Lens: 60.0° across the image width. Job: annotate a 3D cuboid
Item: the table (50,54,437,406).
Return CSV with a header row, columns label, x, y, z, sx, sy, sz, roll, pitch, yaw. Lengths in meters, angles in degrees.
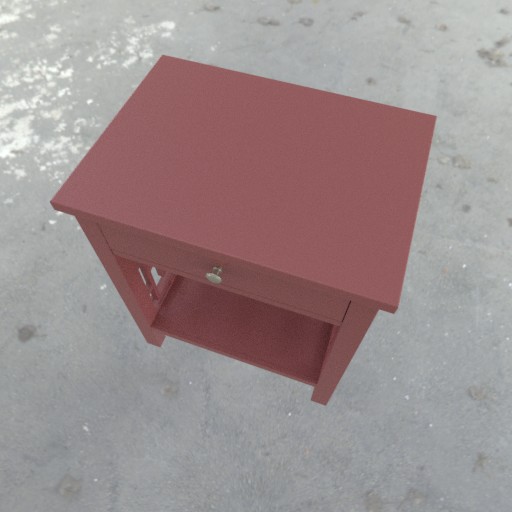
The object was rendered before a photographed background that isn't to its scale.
label,x,y,z,sx,sy,sz,roll,pitch,yaw
table,0.000,0.000,1.106,0.599,0.686,0.451,17,60,10
